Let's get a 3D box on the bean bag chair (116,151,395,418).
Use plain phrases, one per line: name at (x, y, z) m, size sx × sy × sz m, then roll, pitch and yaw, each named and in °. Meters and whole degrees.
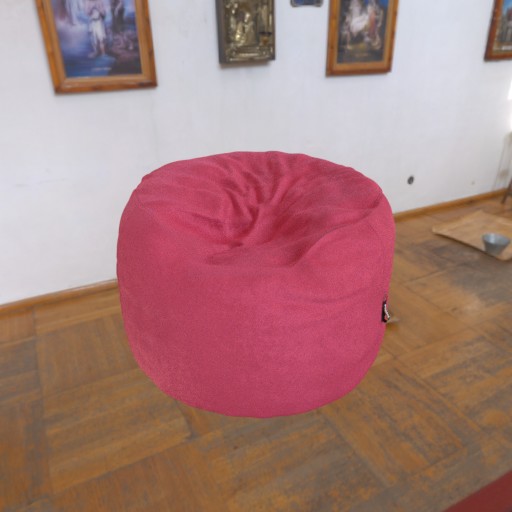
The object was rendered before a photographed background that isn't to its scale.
bean bag chair at (0.000, 0.000, 1.999) m, size 1.218 × 0.788 × 1.218 m, roll 0°, pitch 26°, yaw 0°
